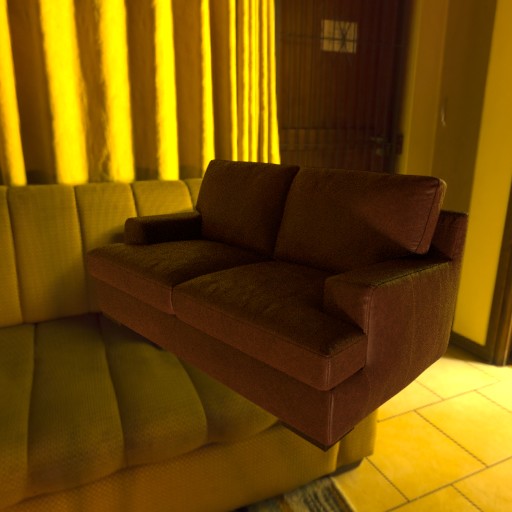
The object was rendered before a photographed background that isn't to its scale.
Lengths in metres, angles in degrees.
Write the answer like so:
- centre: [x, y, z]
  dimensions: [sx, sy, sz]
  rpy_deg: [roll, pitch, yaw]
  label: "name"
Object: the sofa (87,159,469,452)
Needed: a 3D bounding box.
- centre: [0.000, 0.000, 2.441]
  dimensions: [1.143, 0.939, 1.880]
  rpy_deg: [-16, 22, -43]
  label: "sofa"
